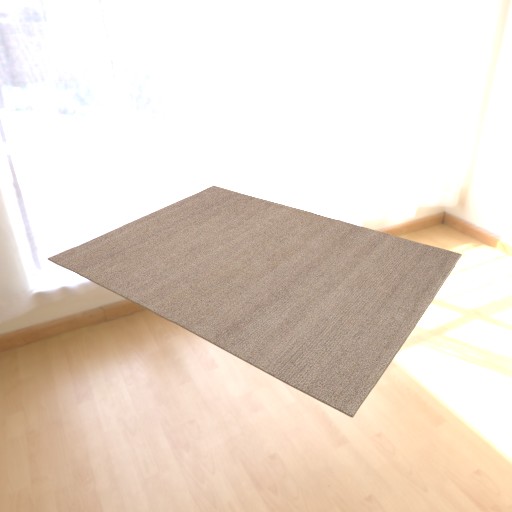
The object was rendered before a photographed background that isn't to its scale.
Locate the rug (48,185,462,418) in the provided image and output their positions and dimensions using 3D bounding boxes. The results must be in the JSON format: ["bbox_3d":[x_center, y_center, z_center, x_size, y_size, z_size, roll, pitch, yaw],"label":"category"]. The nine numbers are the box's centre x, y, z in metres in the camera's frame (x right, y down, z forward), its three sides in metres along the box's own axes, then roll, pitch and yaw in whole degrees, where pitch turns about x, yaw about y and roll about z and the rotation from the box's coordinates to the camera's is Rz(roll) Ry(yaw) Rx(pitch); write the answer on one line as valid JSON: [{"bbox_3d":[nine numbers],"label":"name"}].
[{"bbox_3d":[0.000,0.000,4.325,3.245,0.046,2.467,20,35,31],"label":"rug"}]
